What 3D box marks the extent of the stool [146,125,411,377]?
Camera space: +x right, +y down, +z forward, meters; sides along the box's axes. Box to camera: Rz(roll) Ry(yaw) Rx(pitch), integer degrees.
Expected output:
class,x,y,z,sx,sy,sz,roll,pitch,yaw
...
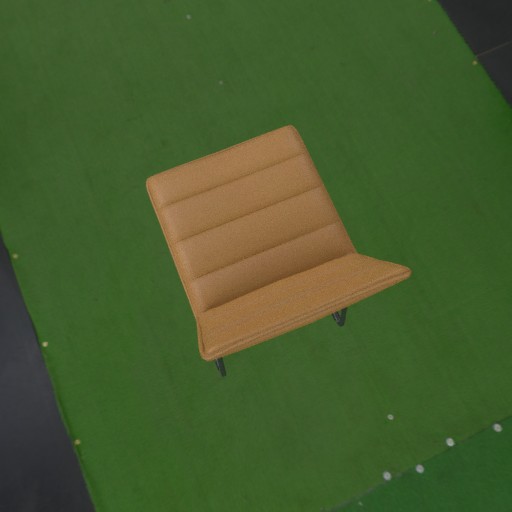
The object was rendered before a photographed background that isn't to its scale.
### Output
class,x,y,z,sx,sy,sz,roll,pitch,yaw
stool,0.000,0.000,1.236,0.489,0.936,0.524,-22,77,-6
